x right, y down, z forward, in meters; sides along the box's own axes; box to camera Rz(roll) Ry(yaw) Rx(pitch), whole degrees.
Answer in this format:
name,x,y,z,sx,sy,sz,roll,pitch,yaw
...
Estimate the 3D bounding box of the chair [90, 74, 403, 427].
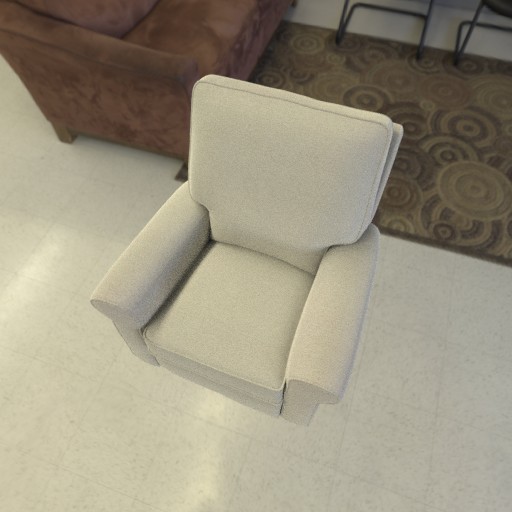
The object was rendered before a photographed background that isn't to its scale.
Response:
name,x,y,z,sx,sy,sz,roll,pitch,yaw
chair,0.000,0.000,1.647,0.890,0.960,0.878,19,59,12
